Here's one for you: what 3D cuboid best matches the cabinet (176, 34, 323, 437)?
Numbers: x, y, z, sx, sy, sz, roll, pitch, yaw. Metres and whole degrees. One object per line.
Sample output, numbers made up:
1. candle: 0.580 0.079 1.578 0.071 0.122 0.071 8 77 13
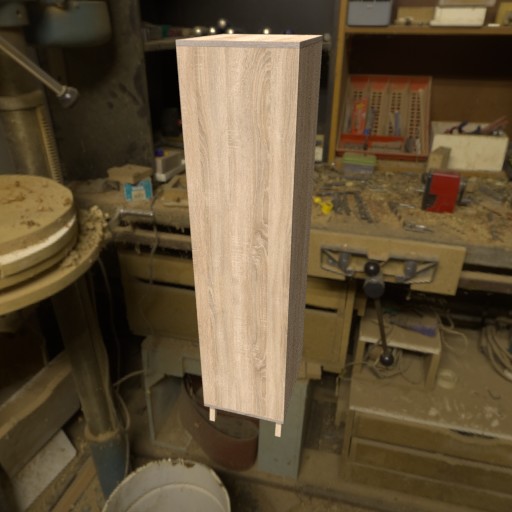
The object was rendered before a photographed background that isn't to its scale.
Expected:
1. cabinet: 0.000 0.000 2.214 0.450 1.960 0.510 8 30 14
